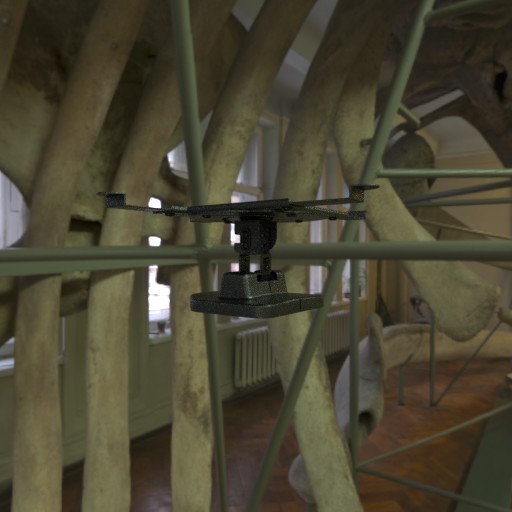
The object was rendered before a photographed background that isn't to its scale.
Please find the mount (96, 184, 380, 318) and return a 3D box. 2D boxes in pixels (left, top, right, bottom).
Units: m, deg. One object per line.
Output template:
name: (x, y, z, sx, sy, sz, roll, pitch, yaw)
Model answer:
mount: (0.000, 0.000, 0.603, 0.394, 0.141, 0.394, 0, 1, 36)
